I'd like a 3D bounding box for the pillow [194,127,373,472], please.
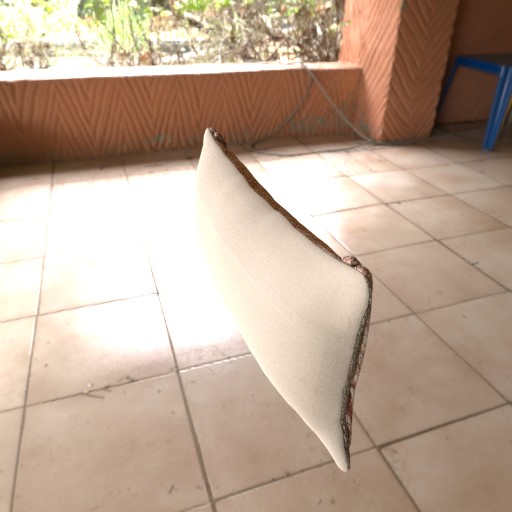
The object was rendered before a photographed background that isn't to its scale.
[{"bbox_3d":[0.000,0.000,0.730,0.139,0.282,0.635,-10,32,-17],"label":"pillow"}]
